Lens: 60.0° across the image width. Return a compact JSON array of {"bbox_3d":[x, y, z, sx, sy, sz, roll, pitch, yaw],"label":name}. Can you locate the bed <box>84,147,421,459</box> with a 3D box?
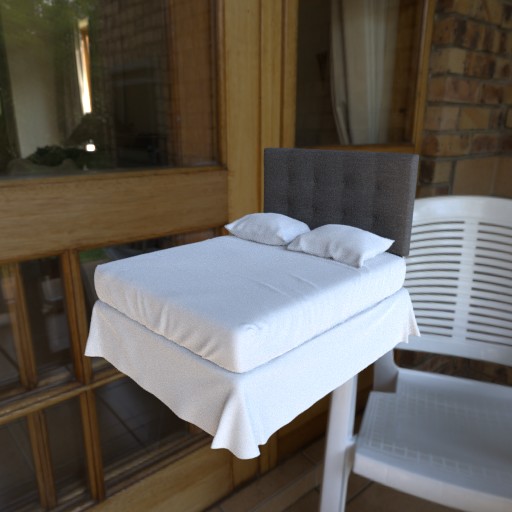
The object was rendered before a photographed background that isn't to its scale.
[{"bbox_3d":[0.000,0.000,3.546,1.936,1.577,2.222,15,22,42],"label":"bed"}]
